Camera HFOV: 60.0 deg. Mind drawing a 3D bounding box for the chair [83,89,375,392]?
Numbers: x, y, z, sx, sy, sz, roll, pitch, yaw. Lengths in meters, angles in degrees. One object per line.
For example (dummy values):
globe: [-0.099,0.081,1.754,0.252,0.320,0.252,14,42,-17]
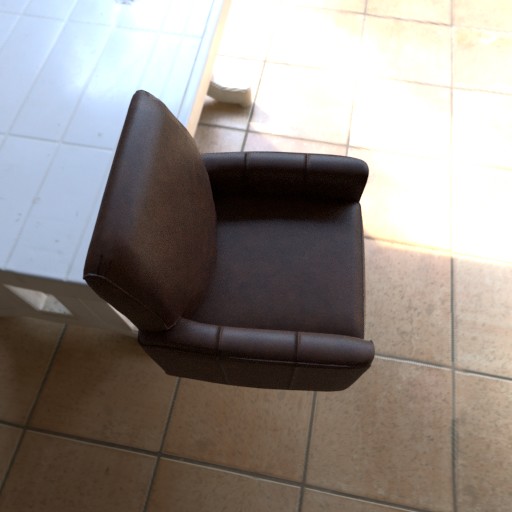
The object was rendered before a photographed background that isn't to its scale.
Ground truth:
chair: [0.000,0.000,1.650,0.850,1.010,0.839,4,64,2]
